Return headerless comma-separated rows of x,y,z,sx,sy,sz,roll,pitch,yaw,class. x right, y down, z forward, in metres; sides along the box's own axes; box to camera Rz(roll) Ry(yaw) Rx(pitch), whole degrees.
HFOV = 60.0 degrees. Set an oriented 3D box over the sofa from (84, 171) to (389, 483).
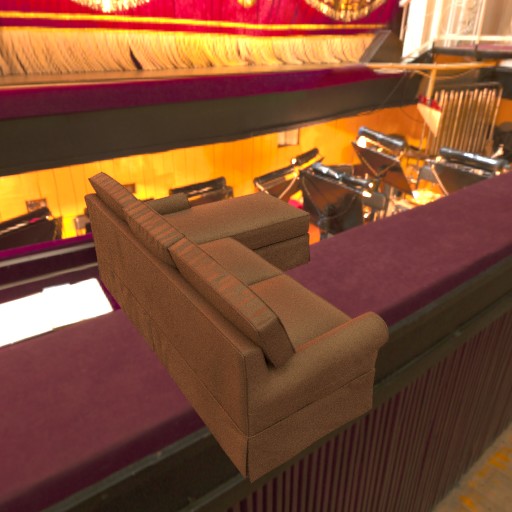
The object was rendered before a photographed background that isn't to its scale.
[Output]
0.000,0.000,3.245,1.733,0.978,2.475,-17,32,-30,sofa
